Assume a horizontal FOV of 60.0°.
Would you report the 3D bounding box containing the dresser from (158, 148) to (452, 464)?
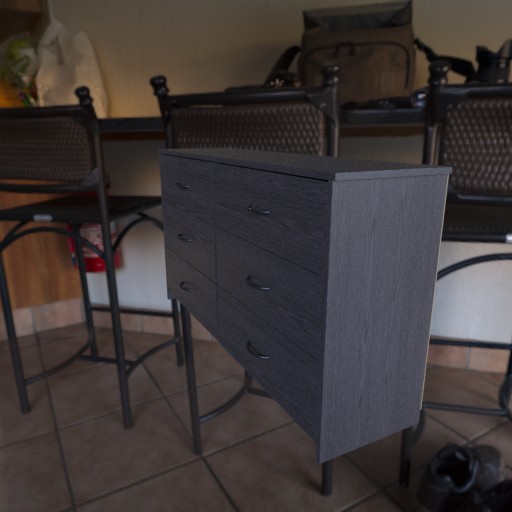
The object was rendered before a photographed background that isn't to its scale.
[{"bbox_3d":[0.000,0.000,1.703,0.401,0.755,1.360,-8,18,-27],"label":"dresser"}]
